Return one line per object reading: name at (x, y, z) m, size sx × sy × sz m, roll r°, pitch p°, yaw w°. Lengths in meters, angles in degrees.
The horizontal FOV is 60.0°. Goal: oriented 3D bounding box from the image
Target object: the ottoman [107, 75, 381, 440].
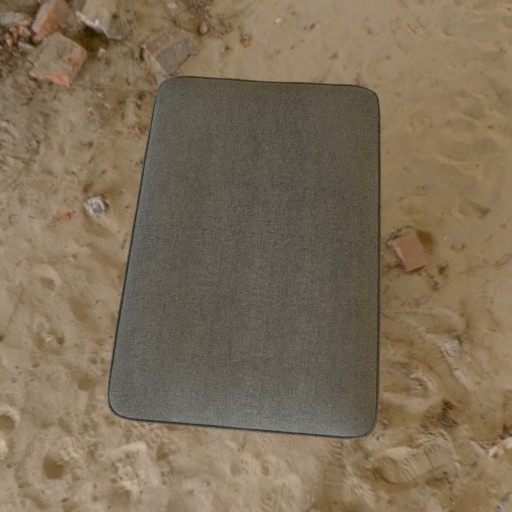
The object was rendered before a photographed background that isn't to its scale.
ottoman at (0.000, 0.000, 1.139) m, size 0.561 × 0.457 × 0.813 m, roll 4°, pitch 76°, yaw 1°
